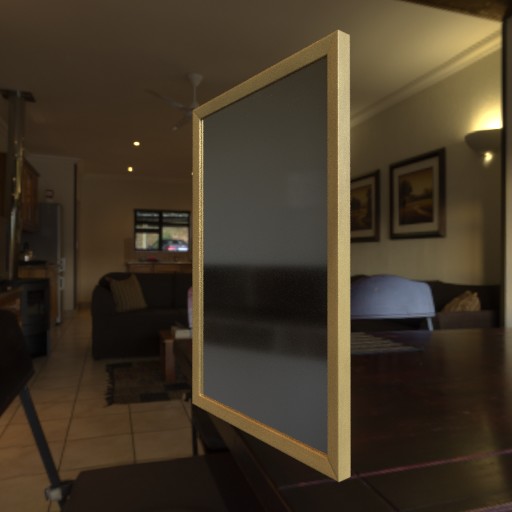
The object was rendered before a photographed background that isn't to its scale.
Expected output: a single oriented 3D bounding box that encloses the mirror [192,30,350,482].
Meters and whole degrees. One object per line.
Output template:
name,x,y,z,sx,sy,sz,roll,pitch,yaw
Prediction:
mirror,0.000,0.000,1.152,0.040,0.915,0.609,0,-1,-37
